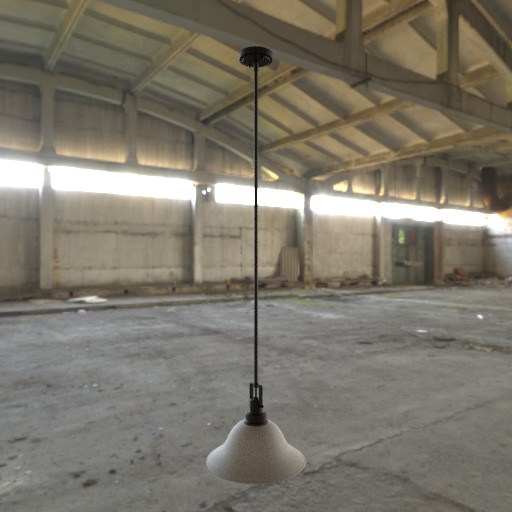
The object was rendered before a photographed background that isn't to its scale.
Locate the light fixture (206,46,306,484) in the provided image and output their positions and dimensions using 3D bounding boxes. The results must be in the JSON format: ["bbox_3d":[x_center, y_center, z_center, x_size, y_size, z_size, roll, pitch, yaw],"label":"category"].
[{"bbox_3d":[0.000,0.000,1.462,0.324,1.337,0.324,0,-1,-35],"label":"light fixture"}]
